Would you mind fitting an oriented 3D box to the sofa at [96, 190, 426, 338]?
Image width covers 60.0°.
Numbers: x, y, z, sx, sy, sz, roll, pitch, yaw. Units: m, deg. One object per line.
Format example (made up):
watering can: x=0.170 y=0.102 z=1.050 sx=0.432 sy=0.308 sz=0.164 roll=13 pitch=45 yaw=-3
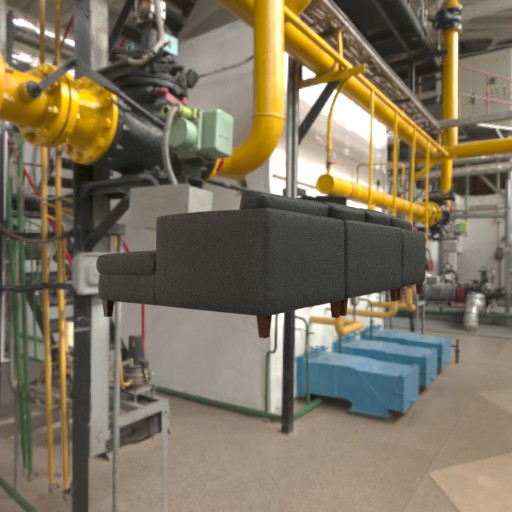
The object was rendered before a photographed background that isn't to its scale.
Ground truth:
sofa: x=0.000 y=0.000 z=4.647 sx=2.593 sy=0.923 sz=3.460 roll=0 pitch=1 yaw=35
